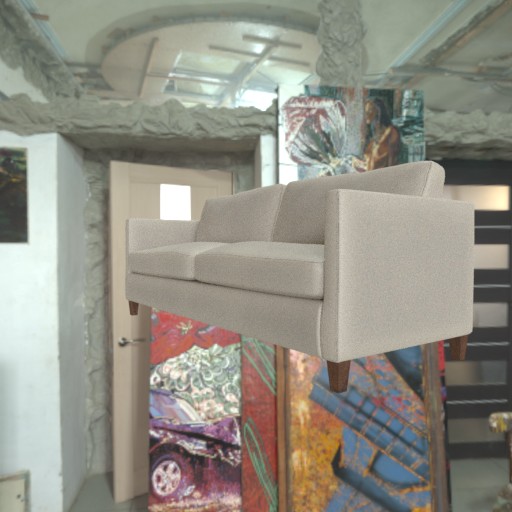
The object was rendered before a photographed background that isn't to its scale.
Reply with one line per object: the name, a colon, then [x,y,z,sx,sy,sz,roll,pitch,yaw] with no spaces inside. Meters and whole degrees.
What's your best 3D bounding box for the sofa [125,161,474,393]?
sofa: [0.000,0.000,2.818,0.951,0.968,2.361,-1,2,-35]
